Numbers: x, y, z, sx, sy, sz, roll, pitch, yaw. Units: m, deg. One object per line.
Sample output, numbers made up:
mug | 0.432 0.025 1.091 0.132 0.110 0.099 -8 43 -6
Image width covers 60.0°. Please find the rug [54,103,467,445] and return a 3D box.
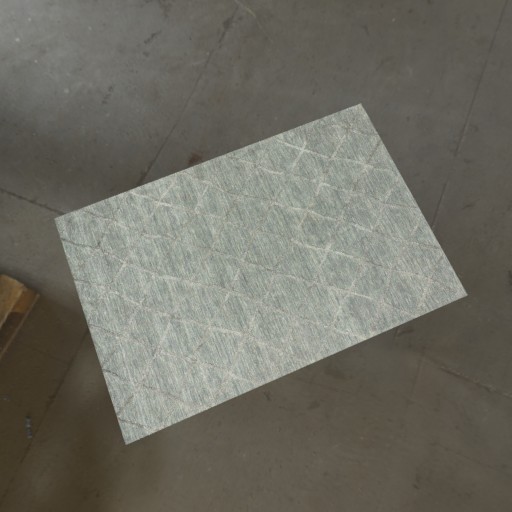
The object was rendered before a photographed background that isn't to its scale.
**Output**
rug | 0.000 0.000 2.892 2.283 0.006 1.521 -22 76 -6
